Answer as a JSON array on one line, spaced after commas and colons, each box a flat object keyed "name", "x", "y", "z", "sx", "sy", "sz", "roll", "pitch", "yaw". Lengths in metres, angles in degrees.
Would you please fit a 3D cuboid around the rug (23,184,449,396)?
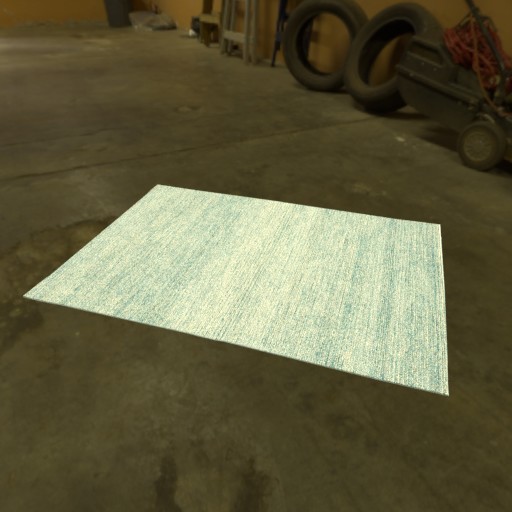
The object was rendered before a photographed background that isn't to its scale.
[{"name": "rug", "x": 0.000, "y": 0.000, "z": 2.875, "sx": 2.306, "sy": 0.030, "sz": 1.613, "roll": 10, "pitch": 35, "yaw": 15}]
